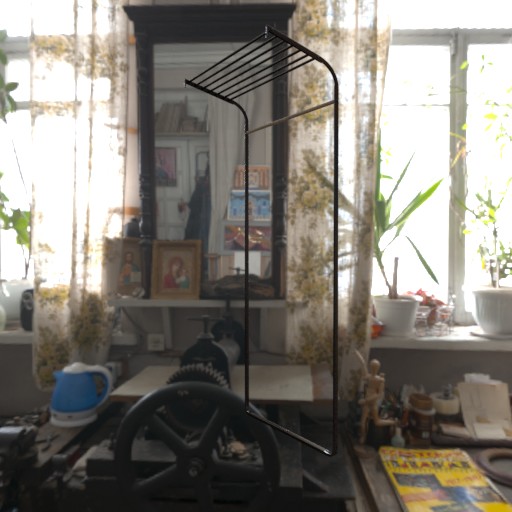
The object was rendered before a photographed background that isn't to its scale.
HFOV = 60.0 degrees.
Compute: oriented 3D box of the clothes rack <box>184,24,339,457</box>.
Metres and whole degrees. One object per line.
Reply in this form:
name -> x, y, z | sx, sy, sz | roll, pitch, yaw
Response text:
clothes rack -> 0.000, 0.000, 1.852 | 0.349, 1.574, 0.609 | -1, 1, -37
